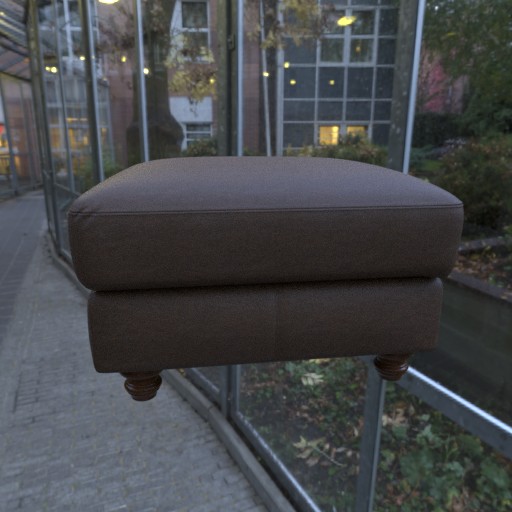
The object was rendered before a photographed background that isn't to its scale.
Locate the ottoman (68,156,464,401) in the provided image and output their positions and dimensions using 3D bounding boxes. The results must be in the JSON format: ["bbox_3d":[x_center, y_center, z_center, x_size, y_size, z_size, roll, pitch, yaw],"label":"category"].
[{"bbox_3d":[0.000,0.000,1.162,0.787,0.508,0.635,-2,15,-8],"label":"ottoman"}]
